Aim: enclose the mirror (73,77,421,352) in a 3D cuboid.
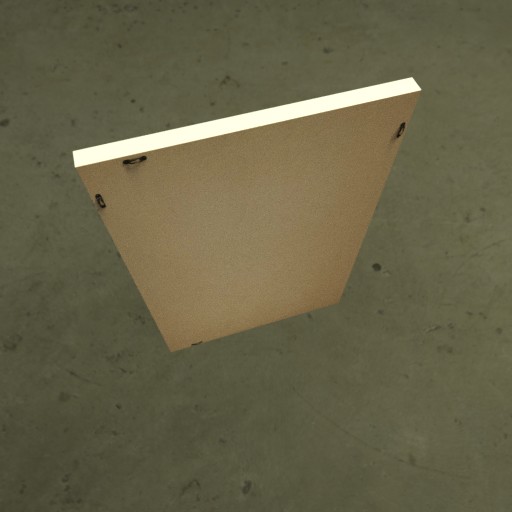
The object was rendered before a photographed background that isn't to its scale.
[{"bbox_3d":[0.000,0.000,1.147,0.609,0.914,0.041,-15,61,-9],"label":"mirror"}]
